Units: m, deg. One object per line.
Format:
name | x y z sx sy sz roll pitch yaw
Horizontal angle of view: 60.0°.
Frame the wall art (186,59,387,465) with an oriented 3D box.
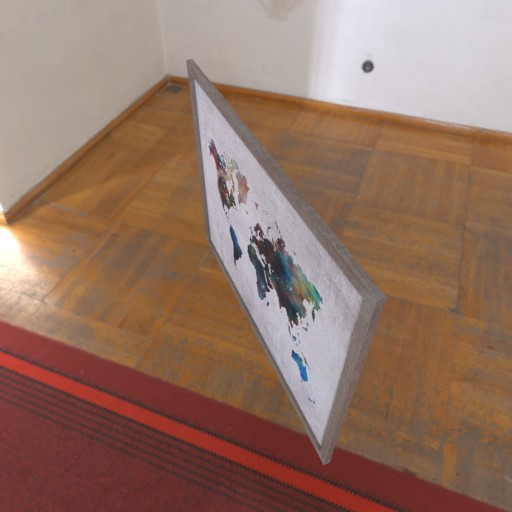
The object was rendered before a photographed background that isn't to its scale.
wall art | 0.000 0.000 1.321 0.019 0.774 1.012 -18 49 -16
